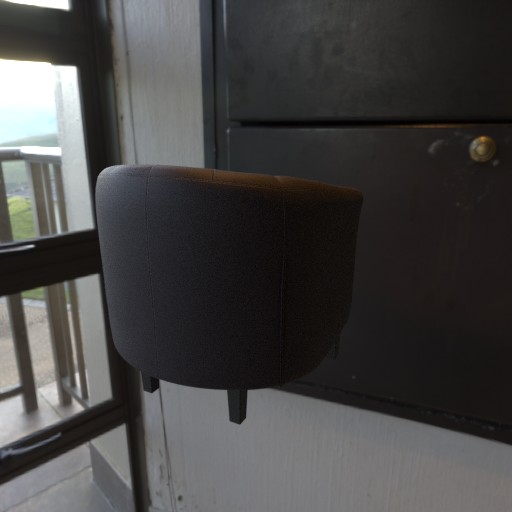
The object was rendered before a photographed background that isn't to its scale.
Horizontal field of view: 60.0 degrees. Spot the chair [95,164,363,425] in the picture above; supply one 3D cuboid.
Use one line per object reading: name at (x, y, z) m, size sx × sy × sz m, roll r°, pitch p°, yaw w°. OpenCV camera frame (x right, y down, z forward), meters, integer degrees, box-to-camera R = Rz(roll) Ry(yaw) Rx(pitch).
chair at (0.000, 0.000, 1.691) m, size 0.763 × 0.760 × 1.191 m, roll 8°, pitch 18°, yaw 27°
